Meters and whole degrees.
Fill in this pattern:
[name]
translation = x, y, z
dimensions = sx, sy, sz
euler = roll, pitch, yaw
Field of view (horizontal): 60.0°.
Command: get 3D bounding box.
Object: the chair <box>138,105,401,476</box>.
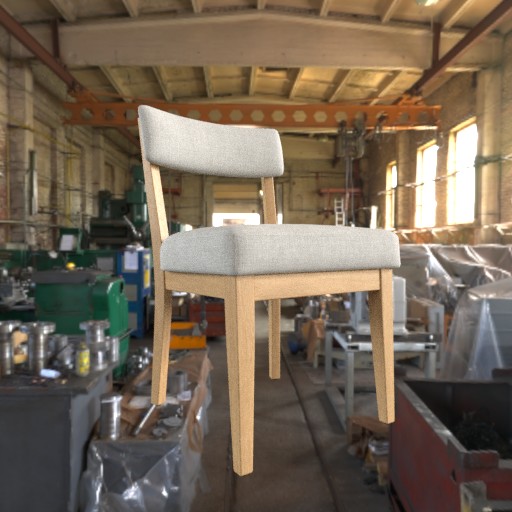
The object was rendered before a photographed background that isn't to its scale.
[chair]
translation = 0.000, 0.000, 1.185
dimensions = 0.508, 0.832, 0.572
euler = -1, 2, -35
